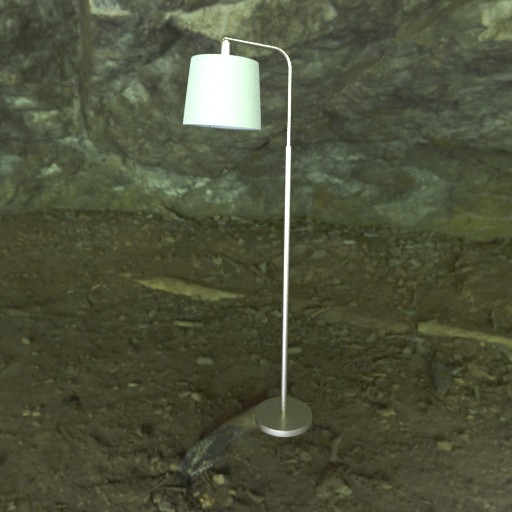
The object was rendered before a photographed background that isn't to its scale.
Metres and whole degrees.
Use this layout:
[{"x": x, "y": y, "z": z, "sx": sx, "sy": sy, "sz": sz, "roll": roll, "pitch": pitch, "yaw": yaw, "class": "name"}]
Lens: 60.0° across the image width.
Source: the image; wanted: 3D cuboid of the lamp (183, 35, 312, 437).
[{"x": 0.000, "y": 0.000, "z": 1.651, "sx": 0.508, "sy": 1.478, "sz": 0.254, "roll": -7, "pitch": 17, "yaw": -25, "class": "lamp"}]
